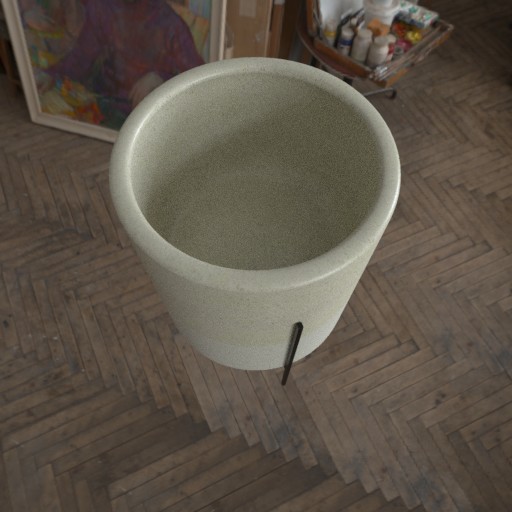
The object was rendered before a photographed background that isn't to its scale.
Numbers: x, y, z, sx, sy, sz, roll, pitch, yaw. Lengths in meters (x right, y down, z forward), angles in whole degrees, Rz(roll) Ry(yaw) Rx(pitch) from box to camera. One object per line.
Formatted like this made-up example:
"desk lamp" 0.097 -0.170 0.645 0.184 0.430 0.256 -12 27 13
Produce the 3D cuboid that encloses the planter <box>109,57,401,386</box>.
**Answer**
"planter" 0.000 0.000 0.705 0.324 0.483 0.333 -17 65 -8
